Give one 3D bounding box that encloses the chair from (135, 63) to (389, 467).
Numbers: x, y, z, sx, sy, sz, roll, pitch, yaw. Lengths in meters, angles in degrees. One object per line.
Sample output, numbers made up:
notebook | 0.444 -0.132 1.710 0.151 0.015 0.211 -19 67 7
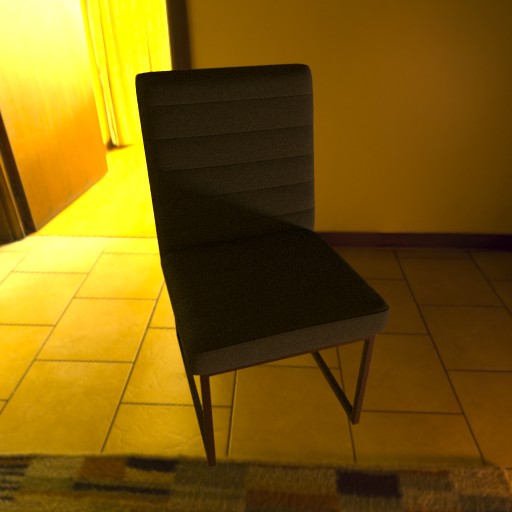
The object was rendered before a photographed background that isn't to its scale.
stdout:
chair | 0.000 0.000 1.273 0.520 0.930 0.634 -10 34 -15
